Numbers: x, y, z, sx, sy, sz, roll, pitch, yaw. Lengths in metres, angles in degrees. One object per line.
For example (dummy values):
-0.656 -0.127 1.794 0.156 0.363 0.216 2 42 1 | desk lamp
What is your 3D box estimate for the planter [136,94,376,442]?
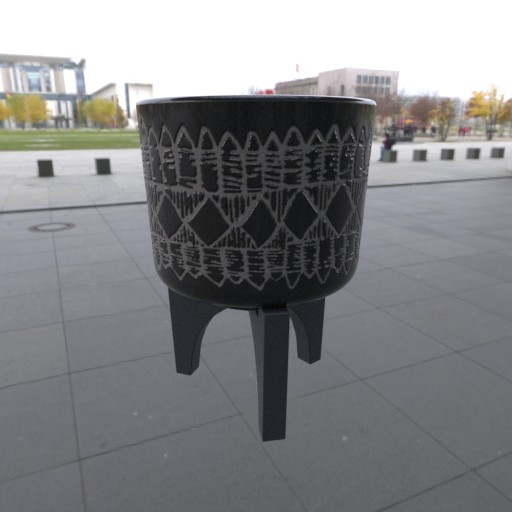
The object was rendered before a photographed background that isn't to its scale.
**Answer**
0.000 0.000 0.270 0.129 0.177 0.129 0 16 0 | planter
